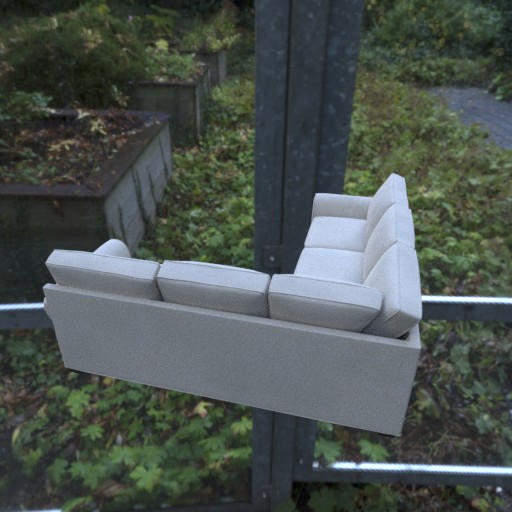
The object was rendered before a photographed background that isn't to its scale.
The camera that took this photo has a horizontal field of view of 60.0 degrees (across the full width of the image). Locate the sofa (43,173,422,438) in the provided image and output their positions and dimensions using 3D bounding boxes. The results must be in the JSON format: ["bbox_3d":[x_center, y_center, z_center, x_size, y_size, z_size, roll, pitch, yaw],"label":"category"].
[{"bbox_3d":[0.000,0.000,3.931,2.569,1.054,2.487,7,31,12],"label":"sofa"}]
